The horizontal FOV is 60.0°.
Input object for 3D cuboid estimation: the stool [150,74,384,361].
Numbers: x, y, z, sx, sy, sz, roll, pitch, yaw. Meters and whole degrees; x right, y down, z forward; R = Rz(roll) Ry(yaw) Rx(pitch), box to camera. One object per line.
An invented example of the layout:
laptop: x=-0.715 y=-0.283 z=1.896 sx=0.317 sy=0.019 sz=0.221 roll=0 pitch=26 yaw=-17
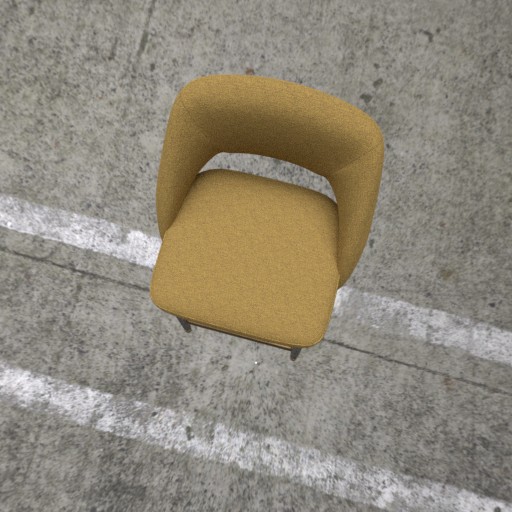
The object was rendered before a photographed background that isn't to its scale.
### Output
stool: x=0.000 y=0.000 z=1.342 sx=0.536 sy=1.032 sz=0.522 roll=14 pitch=77 yaw=3
